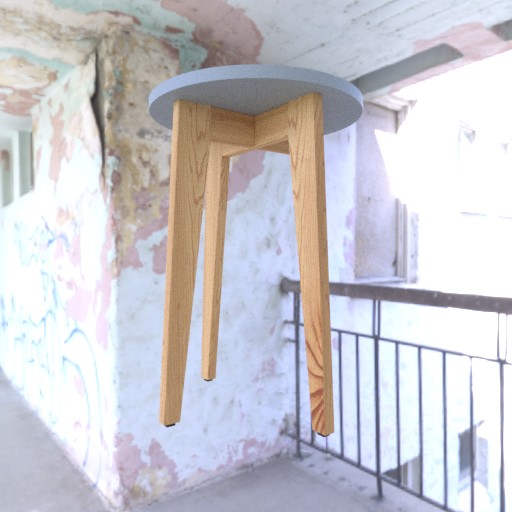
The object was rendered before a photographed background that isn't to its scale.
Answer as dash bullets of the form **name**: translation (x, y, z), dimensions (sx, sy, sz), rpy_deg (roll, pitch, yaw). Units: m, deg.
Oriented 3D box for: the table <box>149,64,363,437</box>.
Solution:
- **table**: translation (0.000, 0.000, 0.750), dimensions (0.350, 0.500, 0.350), rpy_deg (0, 1, 0)
